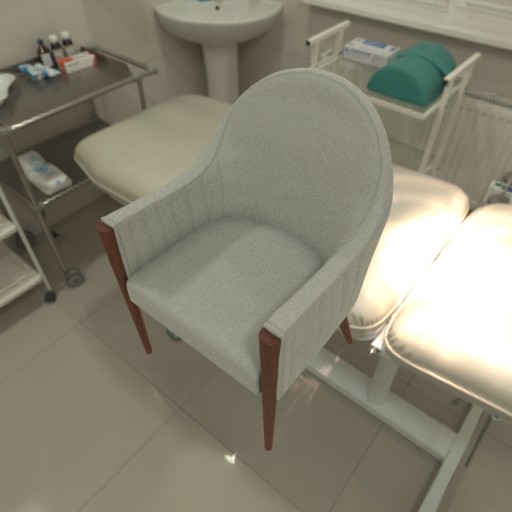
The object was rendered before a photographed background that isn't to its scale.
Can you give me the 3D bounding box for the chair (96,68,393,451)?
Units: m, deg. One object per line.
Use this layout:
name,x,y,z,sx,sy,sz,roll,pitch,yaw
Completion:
chair,0.000,0.000,1.300,0.610,0.889,0.620,30,52,26
